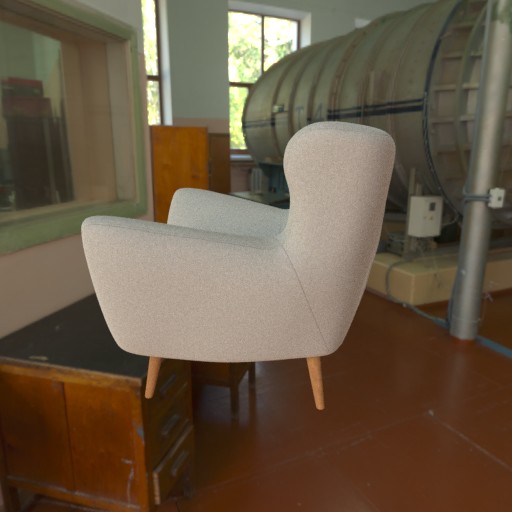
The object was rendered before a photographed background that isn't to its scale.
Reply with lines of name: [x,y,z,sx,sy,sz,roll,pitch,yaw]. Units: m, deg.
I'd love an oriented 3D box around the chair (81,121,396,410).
chair: [0.000,0.000,1.592,0.889,0.889,0.890,2,14,8]
